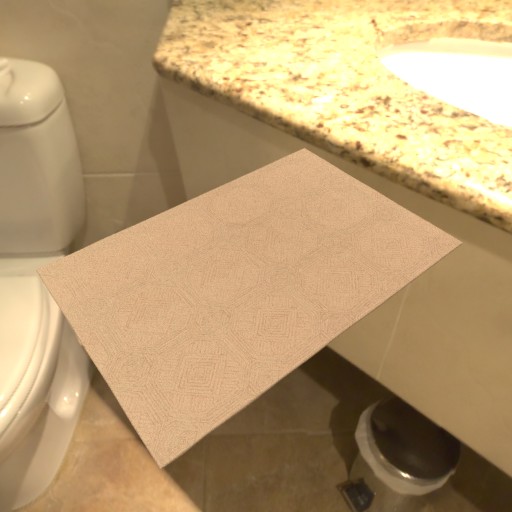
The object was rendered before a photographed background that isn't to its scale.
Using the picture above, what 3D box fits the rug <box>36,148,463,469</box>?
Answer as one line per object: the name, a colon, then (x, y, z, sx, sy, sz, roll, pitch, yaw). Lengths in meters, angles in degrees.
rug: (0.000, 0.000, 2.284, 1.839, 0.009, 1.236, -29, 52, -27)
